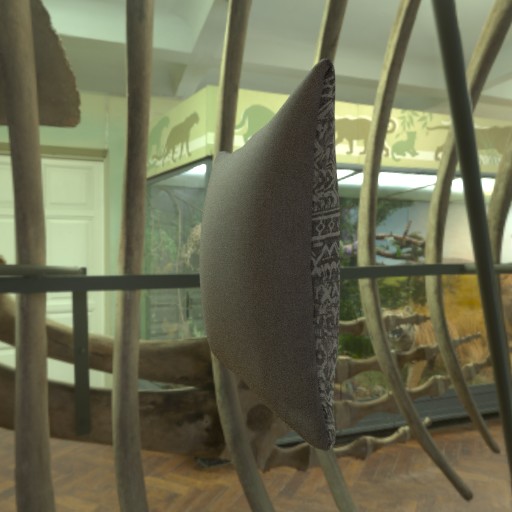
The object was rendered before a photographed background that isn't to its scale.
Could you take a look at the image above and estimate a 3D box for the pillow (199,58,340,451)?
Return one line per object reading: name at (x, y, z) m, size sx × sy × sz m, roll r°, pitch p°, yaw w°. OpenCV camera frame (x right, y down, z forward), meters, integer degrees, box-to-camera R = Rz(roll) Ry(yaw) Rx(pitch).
pillow at (0.000, 0.000, 0.792) m, size 0.180 × 0.487 × 0.546 m, roll 0°, pitch 0°, yaw -19°
